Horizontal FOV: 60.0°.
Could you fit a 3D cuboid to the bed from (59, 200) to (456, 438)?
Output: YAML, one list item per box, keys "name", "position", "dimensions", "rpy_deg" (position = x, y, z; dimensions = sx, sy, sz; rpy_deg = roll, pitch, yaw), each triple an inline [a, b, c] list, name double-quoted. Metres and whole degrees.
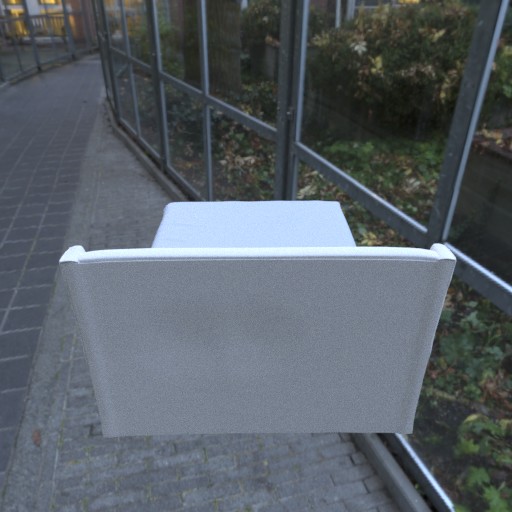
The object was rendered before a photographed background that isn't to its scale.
- name: "bed"
  position: [0.000, 0.000, 3.394]
  dimensions: [1.925, 1.332, 2.276]
  rpy_deg: [0, 31, -1]
